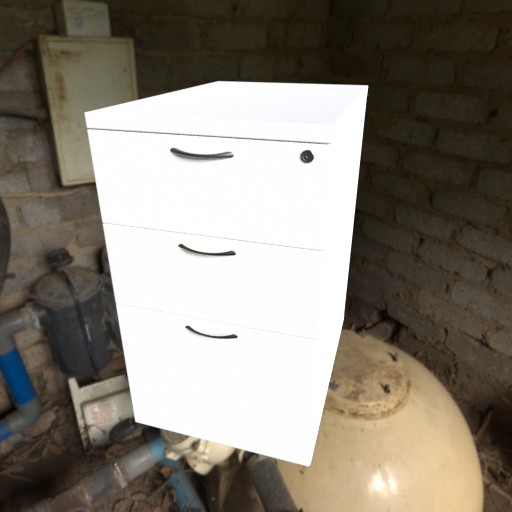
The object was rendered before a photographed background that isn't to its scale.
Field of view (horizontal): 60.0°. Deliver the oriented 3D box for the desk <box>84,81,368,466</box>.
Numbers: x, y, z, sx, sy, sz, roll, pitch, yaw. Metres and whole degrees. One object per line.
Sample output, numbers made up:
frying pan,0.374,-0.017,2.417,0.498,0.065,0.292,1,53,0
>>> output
desk,0.000,0.000,1.071,0.404,0.730,0.600,8,27,15
